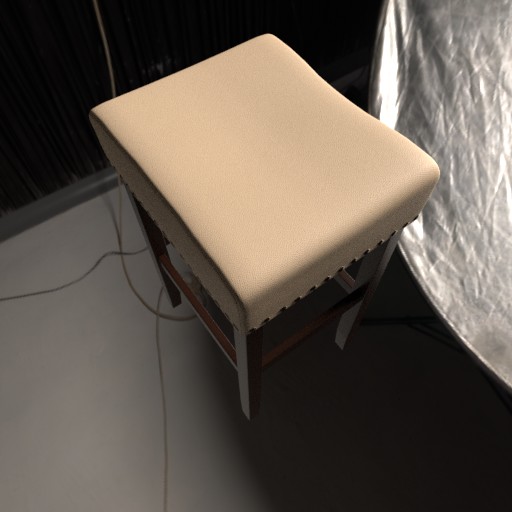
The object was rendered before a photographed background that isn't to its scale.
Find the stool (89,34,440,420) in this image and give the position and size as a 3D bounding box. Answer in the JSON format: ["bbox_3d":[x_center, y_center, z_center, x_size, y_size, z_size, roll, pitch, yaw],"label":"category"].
[{"bbox_3d":[0.000,0.000,1.045,0.401,0.762,0.471,-32,63,-18],"label":"stool"}]
